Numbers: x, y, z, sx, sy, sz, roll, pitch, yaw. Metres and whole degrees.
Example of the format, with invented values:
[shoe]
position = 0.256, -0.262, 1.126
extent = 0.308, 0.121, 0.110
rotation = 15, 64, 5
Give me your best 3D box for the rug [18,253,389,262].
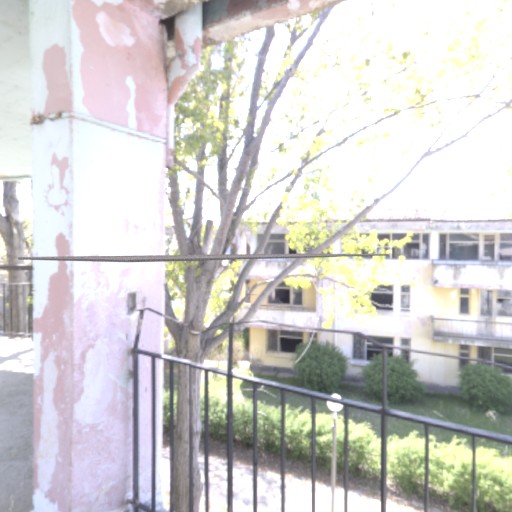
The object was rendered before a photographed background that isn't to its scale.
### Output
[rug]
position = 0.000, 0.000, 2.673
extent = 0.769, 0.012, 2.448
rotation = 1, 1, 36
